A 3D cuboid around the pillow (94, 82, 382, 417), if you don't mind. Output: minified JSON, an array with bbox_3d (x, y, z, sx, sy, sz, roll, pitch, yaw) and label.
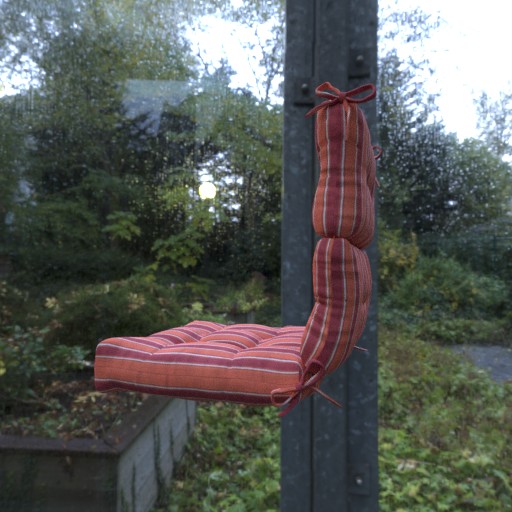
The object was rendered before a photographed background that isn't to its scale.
[{"bbox_3d":[0.000,0.000,1.042,0.571,0.605,0.519,-1,-2,18],"label":"pillow"}]
